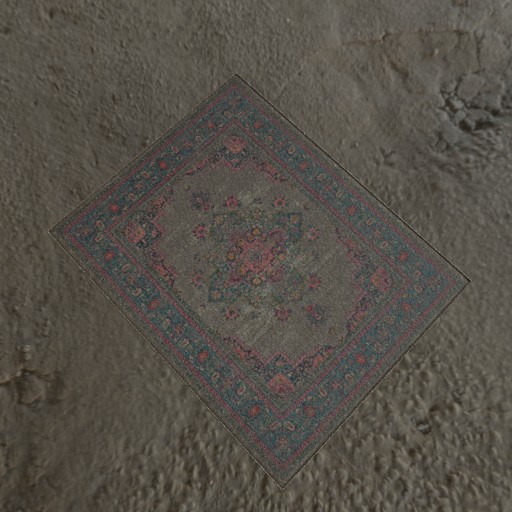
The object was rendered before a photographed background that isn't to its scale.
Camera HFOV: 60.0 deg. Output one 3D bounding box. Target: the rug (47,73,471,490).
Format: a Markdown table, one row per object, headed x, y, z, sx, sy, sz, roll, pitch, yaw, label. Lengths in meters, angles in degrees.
| x | y | z | sx | sy | sz | roll | pitch | yaw | label |
| --- | --- | --- | --- | --- | --- | --- | --- | --- | --- |
| 0.000 | 0.000 | 4.034 | 2.434 | 0.013 | 3.057 | -44 | 79 | -10 | rug |
